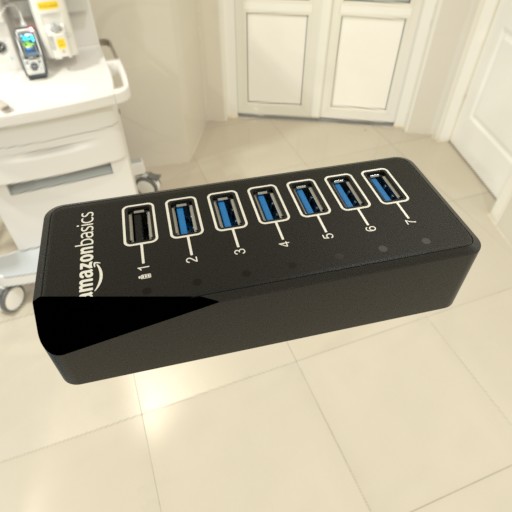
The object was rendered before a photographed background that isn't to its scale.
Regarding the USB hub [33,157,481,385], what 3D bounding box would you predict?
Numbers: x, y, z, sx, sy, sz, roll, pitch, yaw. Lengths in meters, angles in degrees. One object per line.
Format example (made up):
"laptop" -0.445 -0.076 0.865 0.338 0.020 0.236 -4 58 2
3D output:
"USB hub" 0.000 0.000 0.125 0.110 0.023 0.044 -10 47 -9
